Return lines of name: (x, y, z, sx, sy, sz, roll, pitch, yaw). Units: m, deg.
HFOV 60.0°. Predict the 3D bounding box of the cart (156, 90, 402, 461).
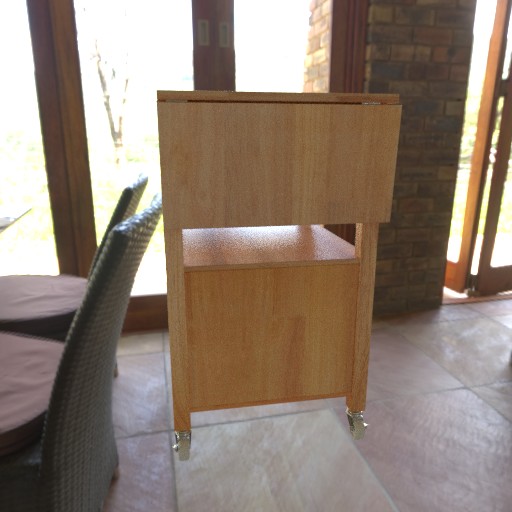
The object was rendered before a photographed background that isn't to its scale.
cart: (0.000, 0.000, 1.282, 0.508, 0.838, 0.640, -3, 15, -10)
